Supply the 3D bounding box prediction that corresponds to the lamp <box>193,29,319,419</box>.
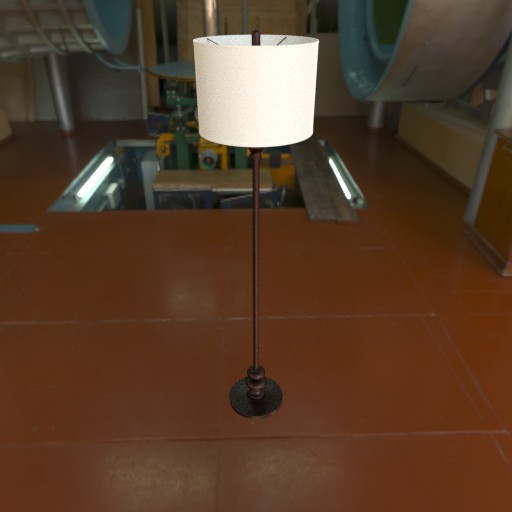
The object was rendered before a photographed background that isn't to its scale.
[{"bbox_3d":[0.000,0.000,1.629,0.356,1.487,0.356,18,35,27],"label":"lamp"}]
